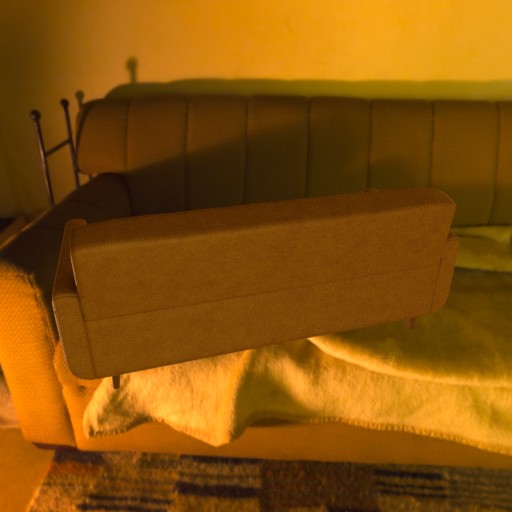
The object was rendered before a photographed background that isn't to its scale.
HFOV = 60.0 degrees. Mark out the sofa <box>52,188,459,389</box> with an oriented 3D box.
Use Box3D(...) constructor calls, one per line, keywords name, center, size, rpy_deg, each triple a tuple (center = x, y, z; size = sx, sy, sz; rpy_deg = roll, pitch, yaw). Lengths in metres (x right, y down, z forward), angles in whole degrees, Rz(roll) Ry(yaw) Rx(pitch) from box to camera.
Box3D(name="sofa", center=(0.000, 0.000, 2.638), size=(2.137, 0.892, 0.980), rpy_deg=(-8, 28, -15))
